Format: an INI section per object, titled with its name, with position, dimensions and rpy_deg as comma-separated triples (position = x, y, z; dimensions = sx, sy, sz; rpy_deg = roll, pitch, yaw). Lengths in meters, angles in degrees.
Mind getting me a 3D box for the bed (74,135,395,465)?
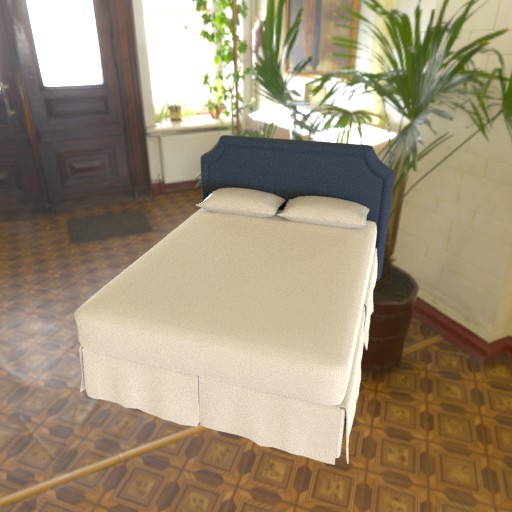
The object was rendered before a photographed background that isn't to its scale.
[bed]
position = 0.000, 0.000, 3.341
dimensions = 1.831, 1.297, 2.260
rpy_deg = 8, 28, 16
